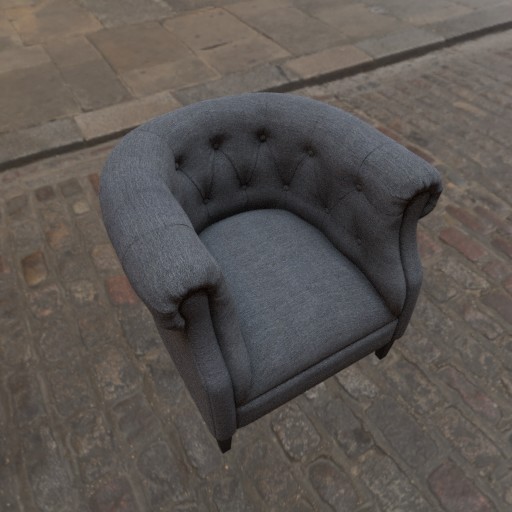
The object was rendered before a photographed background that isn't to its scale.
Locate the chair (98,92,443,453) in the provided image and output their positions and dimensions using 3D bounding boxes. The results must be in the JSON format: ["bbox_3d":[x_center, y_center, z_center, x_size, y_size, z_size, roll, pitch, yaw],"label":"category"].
[{"bbox_3d":[0.000,0.000,1.536,0.905,0.827,0.852,-23,51,-21],"label":"chair"}]
